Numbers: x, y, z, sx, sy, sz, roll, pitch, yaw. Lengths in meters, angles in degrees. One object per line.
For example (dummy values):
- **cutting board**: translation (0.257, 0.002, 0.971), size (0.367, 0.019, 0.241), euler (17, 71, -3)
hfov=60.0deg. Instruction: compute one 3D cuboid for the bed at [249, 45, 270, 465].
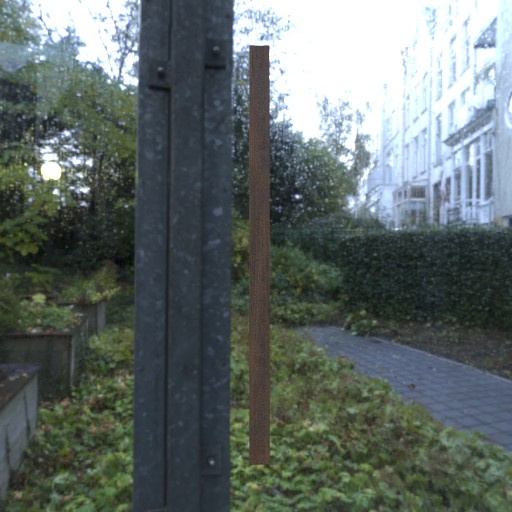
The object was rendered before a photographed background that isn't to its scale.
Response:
- **bed**: translation (0.000, 0.000, 1.515), size (0.046, 0.942, 1.046), euler (0, 0, -1)
